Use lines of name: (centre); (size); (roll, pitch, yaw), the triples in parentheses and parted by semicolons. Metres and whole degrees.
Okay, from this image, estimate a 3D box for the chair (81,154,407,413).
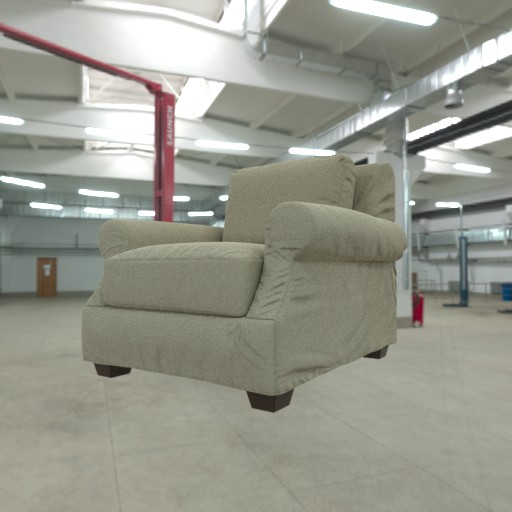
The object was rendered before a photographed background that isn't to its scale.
chair: (0.000, 0.000, 1.771); (0.940, 0.866, 1.066); (-1, -2, 34)
